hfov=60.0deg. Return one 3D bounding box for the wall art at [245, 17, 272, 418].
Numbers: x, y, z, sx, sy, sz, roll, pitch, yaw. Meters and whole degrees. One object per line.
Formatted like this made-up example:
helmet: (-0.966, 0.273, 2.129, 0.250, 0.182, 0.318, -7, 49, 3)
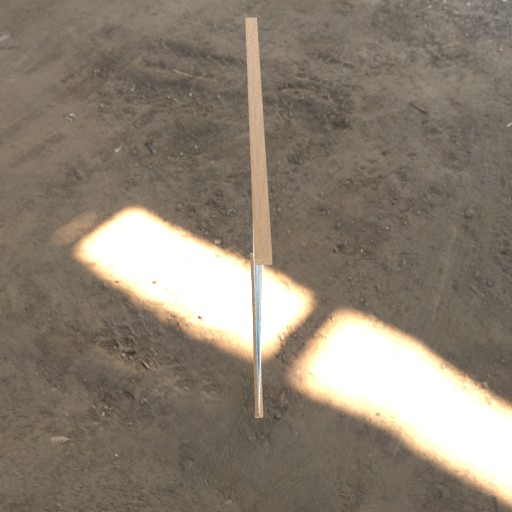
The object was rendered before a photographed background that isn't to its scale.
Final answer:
wall art: (0.000, 0.000, 1.284, 0.027, 1.020, 0.669, -2, 57, -1)
